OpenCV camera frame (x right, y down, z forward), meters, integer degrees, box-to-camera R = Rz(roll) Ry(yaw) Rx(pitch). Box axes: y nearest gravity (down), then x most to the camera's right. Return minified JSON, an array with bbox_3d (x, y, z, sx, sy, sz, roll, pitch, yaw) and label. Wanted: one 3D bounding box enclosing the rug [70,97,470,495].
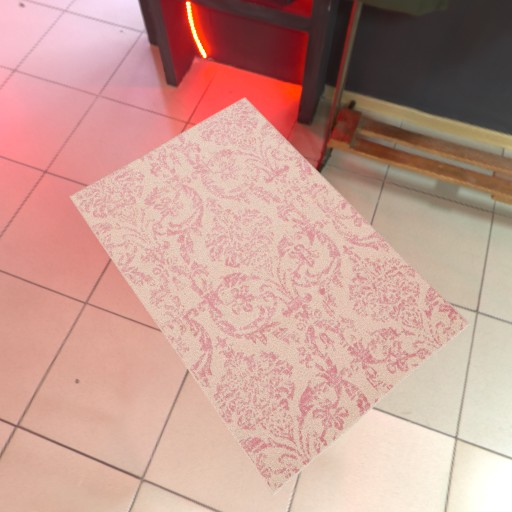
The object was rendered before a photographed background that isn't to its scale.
[{"bbox_3d":[0.000,0.000,2.309,1.219,0.012,1.839,-34,69,-15],"label":"rug"}]
